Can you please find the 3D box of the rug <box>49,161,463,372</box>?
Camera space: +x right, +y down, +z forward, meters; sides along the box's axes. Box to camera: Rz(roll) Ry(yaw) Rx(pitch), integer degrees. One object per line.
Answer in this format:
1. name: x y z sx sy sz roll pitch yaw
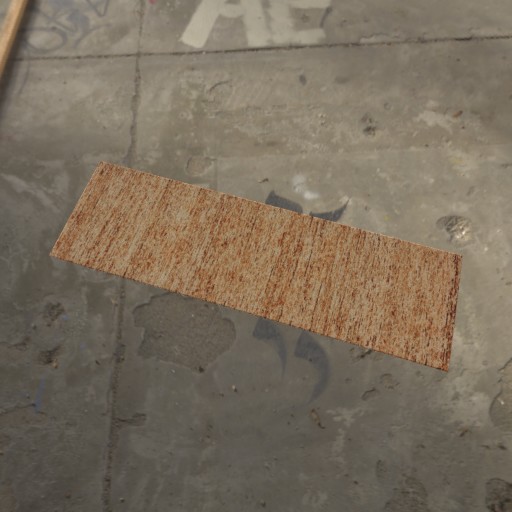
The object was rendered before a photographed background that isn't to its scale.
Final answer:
1. rug: 0.000 0.000 2.505 2.237 0.014 0.680 15 67 7
